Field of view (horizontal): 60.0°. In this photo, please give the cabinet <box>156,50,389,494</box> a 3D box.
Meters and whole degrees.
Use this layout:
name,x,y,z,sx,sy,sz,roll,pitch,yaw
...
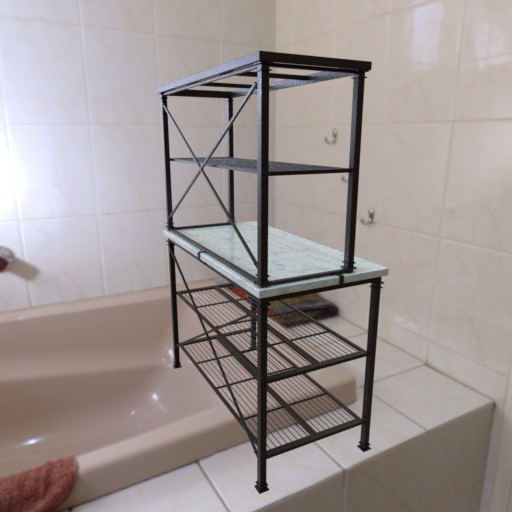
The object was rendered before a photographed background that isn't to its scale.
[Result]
name,x,y,z,sx,sy,sz,roll,pitch,yaw
cabinet,0.000,0.000,2.215,0.610,1.659,1.210,-8,17,-26
